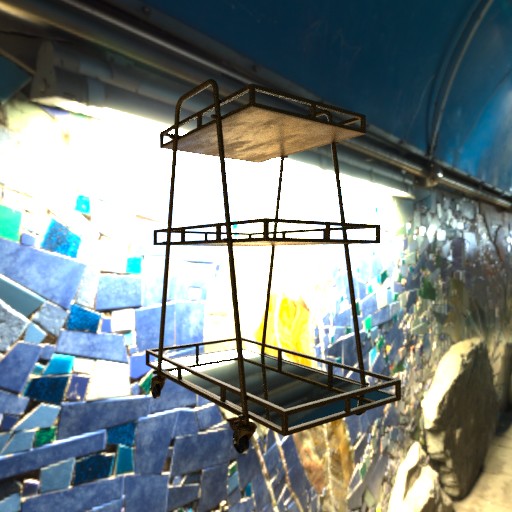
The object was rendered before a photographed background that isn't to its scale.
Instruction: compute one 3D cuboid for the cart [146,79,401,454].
[{"bbox_3d":[0.000,0.000,1.284,0.441,0.883,0.711,0,0,-36],"label":"cart"}]
